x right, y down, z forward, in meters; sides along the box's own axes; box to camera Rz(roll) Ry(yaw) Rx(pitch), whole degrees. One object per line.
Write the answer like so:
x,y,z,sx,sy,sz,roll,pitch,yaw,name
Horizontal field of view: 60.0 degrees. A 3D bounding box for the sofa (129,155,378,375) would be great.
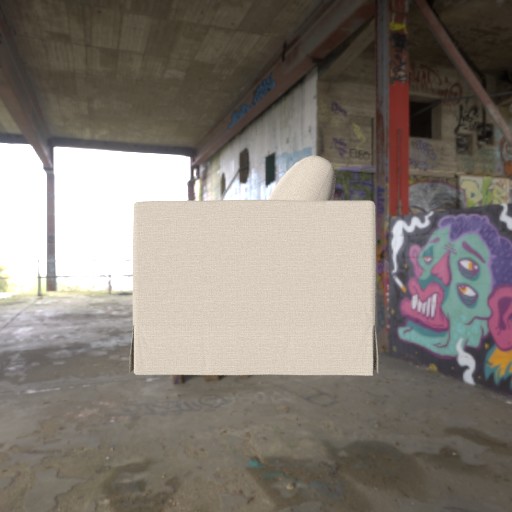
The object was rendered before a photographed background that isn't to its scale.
0.000,0.000,2.746,0.954,0.881,2.163,0,0,0,sofa
